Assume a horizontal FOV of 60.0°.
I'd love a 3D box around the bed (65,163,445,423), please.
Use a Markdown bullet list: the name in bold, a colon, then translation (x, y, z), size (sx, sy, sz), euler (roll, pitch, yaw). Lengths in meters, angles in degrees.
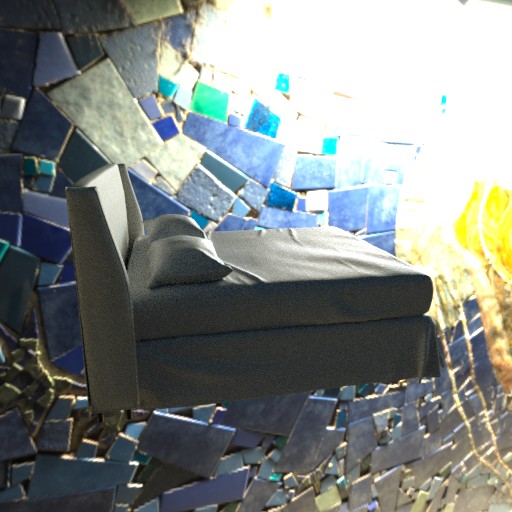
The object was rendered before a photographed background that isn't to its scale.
- **bed**: translation (0.000, 0.000, 3.379), size (2.276, 1.332, 1.925), euler (-3, 16, -11)
